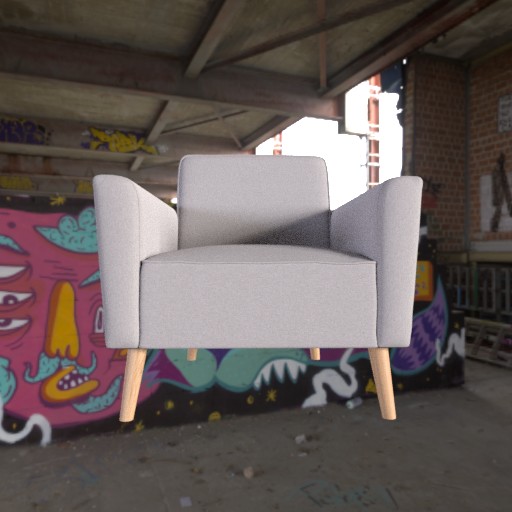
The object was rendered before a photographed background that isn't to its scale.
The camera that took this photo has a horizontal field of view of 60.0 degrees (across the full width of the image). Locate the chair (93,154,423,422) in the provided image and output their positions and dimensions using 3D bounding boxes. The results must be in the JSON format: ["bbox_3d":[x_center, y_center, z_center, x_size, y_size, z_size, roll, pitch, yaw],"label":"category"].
[{"bbox_3d":[0.000,0.000,1.394,0.780,0.780,0.750,0,0,-1],"label":"chair"}]
